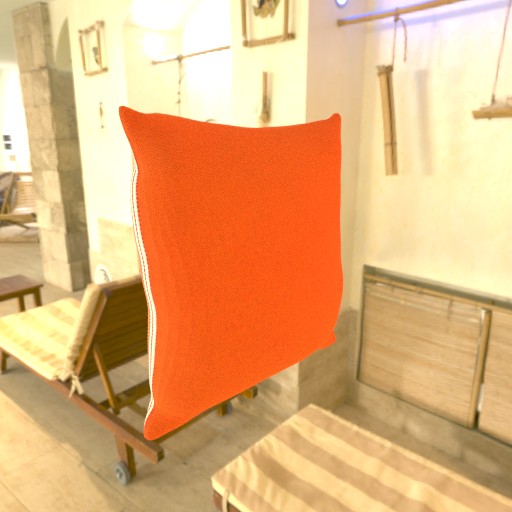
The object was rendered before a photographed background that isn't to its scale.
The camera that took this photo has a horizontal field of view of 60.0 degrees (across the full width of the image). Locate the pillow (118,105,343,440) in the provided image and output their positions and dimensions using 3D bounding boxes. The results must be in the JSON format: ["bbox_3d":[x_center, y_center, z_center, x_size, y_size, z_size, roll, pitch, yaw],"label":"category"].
[{"bbox_3d":[0.000,0.000,0.694,0.182,0.441,0.440,14,21,42],"label":"pillow"}]
